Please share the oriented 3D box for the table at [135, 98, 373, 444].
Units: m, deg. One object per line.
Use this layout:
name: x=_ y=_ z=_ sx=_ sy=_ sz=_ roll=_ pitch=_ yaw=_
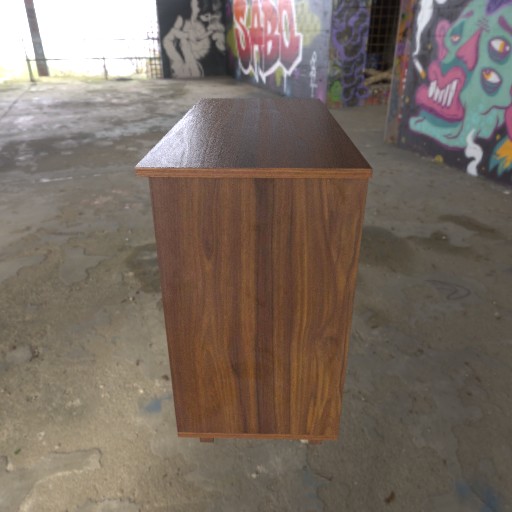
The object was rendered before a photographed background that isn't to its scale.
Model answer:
table: x=0.000 y=0.000 z=1.229 sx=0.390 sy=0.725 sz=0.802 roll=1 pitch=27 yaw=1
